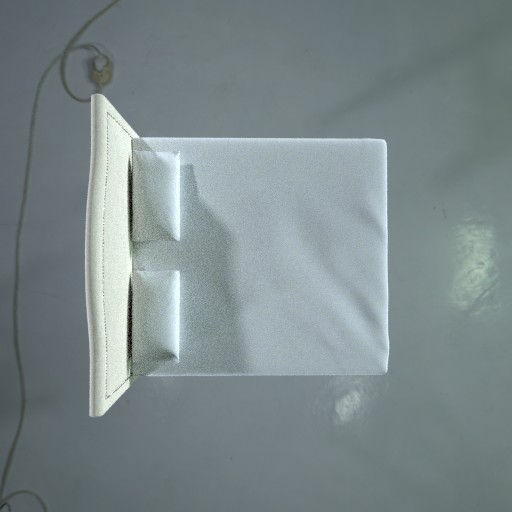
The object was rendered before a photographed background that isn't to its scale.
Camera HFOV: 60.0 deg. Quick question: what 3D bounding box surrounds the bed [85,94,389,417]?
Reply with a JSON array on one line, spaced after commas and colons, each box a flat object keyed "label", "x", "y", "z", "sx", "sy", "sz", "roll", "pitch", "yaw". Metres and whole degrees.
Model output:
[{"label": "bed", "x": 0.000, "y": 0.000, "z": 3.472, "sx": 2.182, "sy": 1.421, "sz": 2.083, "roll": 0, "pitch": 89, "yaw": -1}]
